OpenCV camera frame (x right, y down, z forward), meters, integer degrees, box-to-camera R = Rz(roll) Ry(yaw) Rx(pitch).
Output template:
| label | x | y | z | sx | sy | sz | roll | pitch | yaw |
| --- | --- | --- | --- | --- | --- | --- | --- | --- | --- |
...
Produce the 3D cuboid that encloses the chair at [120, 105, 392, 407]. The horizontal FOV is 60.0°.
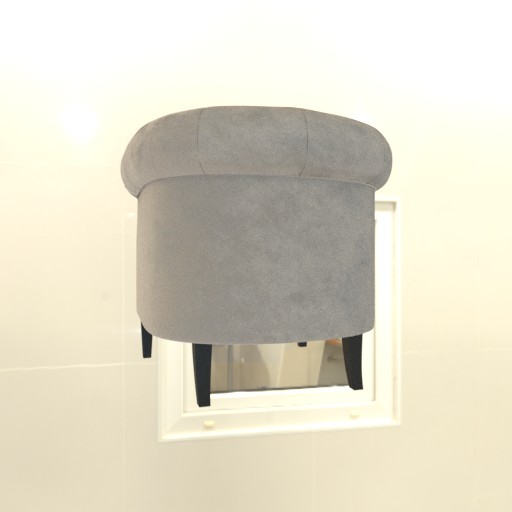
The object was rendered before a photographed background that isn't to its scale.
| label | x | y | z | sx | sy | sz | roll | pitch | yaw |
| --- | --- | --- | --- | --- | --- | --- | --- | --- | --- |
| chair | 0.000 | 0.000 | 1.558 | 0.904 | 0.826 | 0.851 | 0 | 0 | -18 |
